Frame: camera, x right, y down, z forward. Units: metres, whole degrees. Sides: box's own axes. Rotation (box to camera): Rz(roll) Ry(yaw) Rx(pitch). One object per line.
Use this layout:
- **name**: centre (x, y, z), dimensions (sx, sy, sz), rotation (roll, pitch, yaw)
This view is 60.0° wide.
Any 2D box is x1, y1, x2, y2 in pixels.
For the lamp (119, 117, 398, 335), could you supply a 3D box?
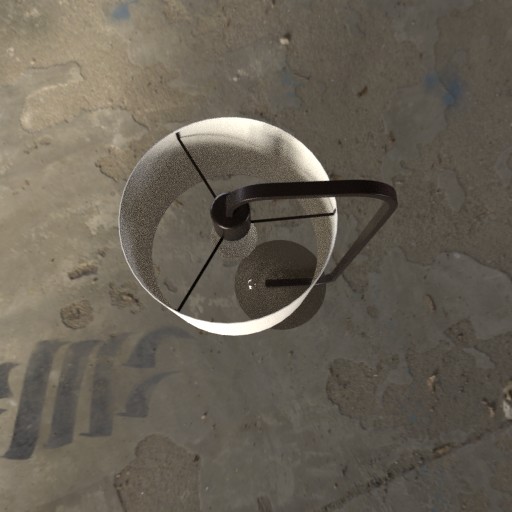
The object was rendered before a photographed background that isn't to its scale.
- **lamp**: centre (0.000, 0.000, 0.637), dimensions (0.288, 0.473, 0.230), rotation (-2, 75, -1)
